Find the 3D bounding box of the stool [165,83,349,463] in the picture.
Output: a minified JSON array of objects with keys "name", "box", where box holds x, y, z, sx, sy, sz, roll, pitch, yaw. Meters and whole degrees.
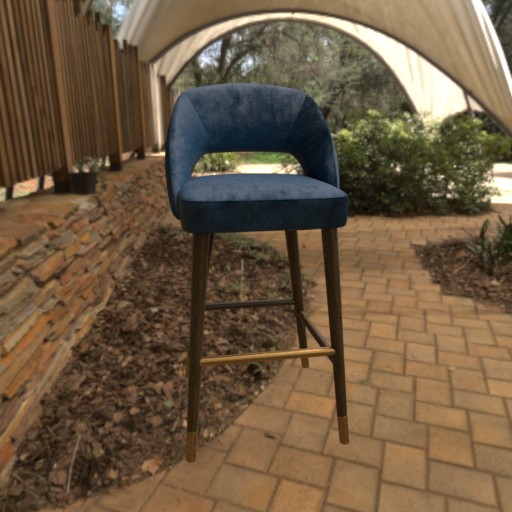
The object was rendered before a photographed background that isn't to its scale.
[{"name":"stool","box":[0.000,0.000,1.345,0.514,1.016,0.515,-3,17,-9]}]
